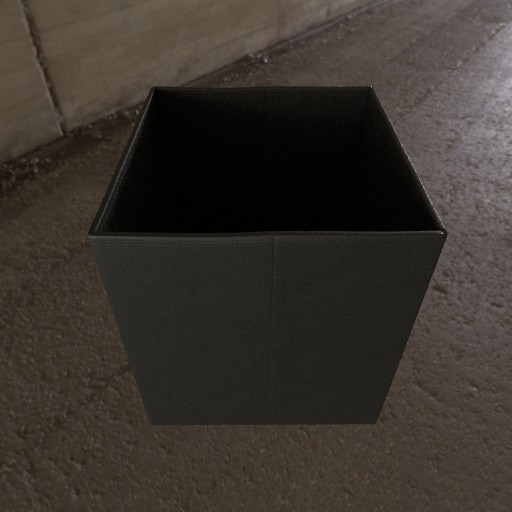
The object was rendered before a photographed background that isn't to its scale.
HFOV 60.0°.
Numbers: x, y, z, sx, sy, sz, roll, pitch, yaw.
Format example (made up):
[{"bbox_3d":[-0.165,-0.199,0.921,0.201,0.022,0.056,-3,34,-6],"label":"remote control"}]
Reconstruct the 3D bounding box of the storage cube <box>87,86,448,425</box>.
[{"bbox_3d":[0.000,0.000,0.498,0.270,0.280,0.270,0,42,0],"label":"storage cube"}]
